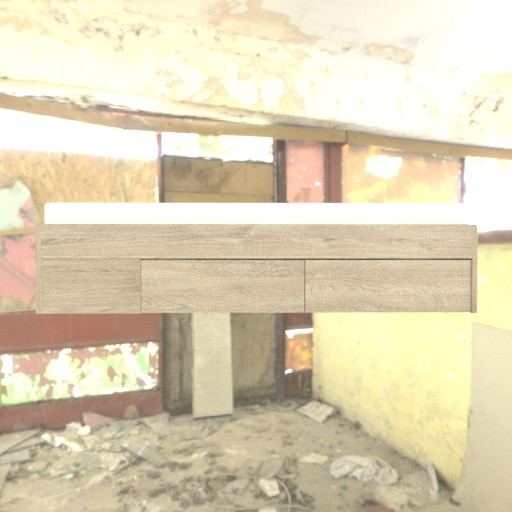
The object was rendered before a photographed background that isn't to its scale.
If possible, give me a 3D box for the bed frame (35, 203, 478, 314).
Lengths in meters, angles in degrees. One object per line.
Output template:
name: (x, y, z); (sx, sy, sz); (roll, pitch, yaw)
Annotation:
bed frame: (0.000, 0.000, 2.673); (1.944, 0.490, 1.448); (0, 1, -1)
